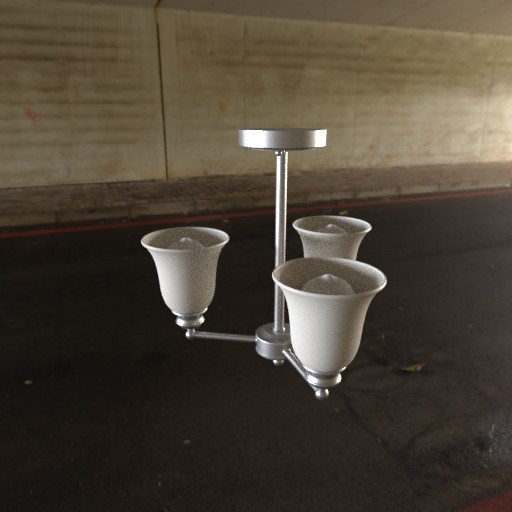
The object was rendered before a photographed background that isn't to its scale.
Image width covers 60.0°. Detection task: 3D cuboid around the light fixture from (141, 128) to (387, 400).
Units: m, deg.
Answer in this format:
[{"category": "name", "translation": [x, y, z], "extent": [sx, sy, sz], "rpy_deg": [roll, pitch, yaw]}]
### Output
[{"category": "light fixture", "translation": [0.000, 0.000, 0.672], "extent": [0.354, 0.370, 0.388], "rpy_deg": [3, 18, 10]}]
